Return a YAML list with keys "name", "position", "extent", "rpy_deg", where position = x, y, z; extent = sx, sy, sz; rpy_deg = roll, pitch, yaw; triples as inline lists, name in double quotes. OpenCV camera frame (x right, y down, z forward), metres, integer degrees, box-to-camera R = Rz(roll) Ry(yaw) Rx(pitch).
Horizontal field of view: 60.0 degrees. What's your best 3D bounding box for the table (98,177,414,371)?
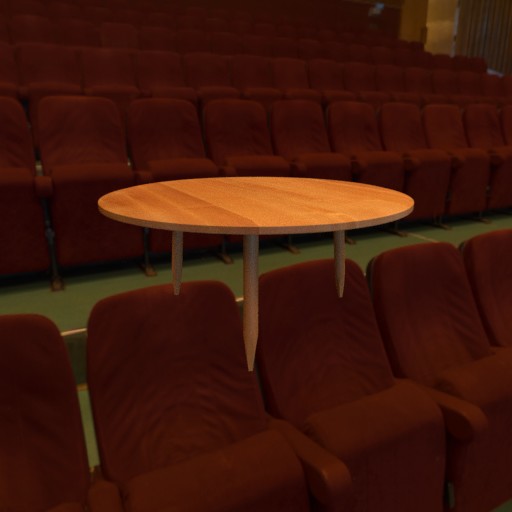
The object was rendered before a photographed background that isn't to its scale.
- name: "table"
  position: [0.000, 0.000, 1.387]
  extent: [0.900, 0.400, 0.900]
  rpy_deg: [0, 16, 0]
